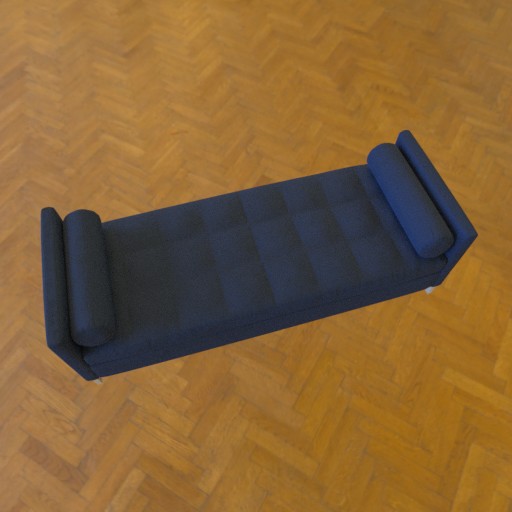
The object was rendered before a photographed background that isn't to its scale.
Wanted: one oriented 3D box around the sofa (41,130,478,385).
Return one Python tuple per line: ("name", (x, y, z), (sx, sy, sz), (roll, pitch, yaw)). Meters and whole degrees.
("sofa", (0.000, 0.000, 2.494), (2.102, 0.657, 0.797), (-14, 60, -8))
